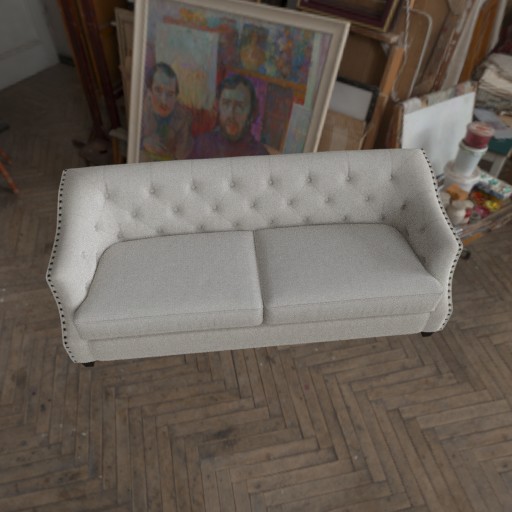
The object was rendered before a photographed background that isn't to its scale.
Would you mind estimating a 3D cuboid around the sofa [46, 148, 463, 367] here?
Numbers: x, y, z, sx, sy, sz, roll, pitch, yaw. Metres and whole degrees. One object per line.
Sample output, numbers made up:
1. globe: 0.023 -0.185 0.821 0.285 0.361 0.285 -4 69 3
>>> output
1. sofa: 0.000 0.000 2.715 2.235 0.901 0.914 -4 47 -4
